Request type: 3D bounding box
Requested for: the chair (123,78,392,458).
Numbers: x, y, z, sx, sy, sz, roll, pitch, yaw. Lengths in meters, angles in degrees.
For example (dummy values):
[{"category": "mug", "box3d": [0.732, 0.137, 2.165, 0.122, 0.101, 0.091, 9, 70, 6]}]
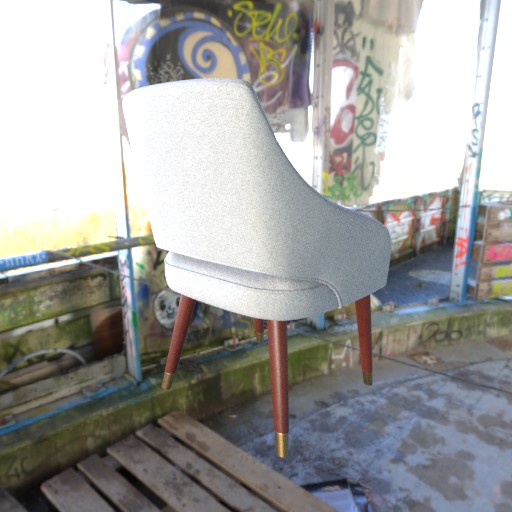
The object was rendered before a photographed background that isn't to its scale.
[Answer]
[{"category": "chair", "box3d": [0.000, 0.000, 1.285, 0.609, 0.889, 0.600, 12, 19, 40]}]
